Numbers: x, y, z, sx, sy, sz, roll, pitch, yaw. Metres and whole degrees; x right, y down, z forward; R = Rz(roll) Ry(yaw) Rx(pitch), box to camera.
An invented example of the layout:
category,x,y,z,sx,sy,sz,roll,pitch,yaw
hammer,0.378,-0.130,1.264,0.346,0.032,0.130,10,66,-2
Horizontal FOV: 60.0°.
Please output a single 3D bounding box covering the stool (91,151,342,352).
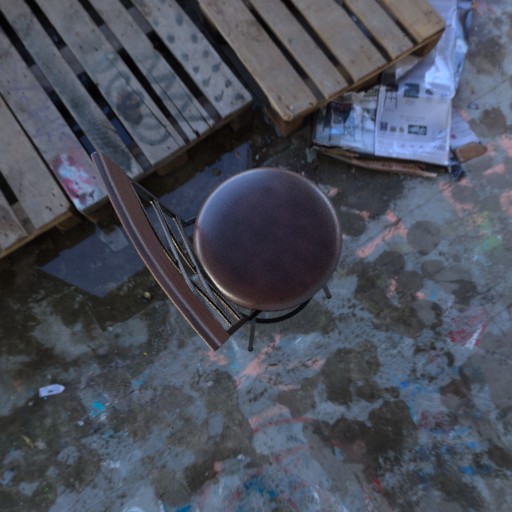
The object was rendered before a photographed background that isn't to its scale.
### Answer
category,x,y,z,sx,sy,sz,roll,pitch,yaw
stool,0.000,0.000,1.387,0.513,1.130,0.448,-33,78,-8
